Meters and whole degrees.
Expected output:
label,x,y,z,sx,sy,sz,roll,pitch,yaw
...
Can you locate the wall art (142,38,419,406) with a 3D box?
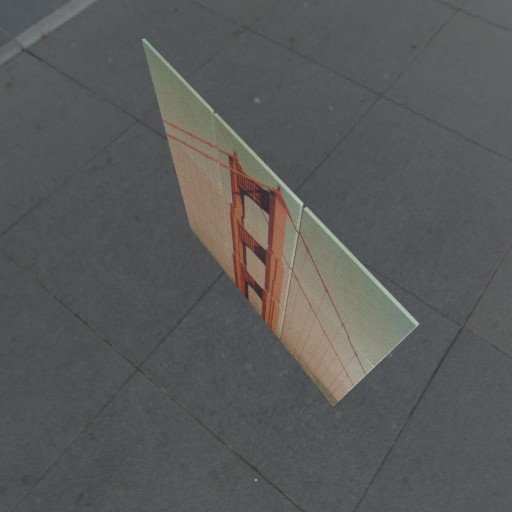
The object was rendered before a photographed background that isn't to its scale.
label,x,y,z,sx,sy,sz,roll,pitch,yaw
wall art,0.000,0.000,2.208,0.013,1.523,1.517,-34,68,-16
